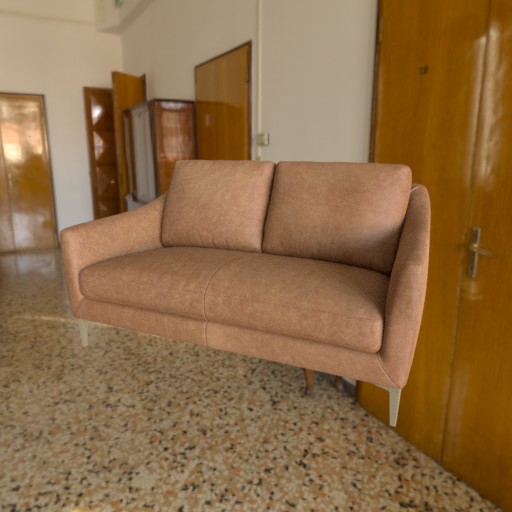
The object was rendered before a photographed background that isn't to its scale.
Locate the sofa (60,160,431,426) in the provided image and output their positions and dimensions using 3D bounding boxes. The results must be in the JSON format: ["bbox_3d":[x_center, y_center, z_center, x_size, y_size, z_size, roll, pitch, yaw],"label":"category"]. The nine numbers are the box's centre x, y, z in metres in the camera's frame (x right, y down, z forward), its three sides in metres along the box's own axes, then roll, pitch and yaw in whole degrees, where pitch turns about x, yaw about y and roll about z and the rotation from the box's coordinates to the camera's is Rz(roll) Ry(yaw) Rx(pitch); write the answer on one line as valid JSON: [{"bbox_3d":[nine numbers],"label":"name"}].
[{"bbox_3d":[0.000,0.000,2.160,1.619,0.902,0.960,6,15,26],"label":"sofa"}]
